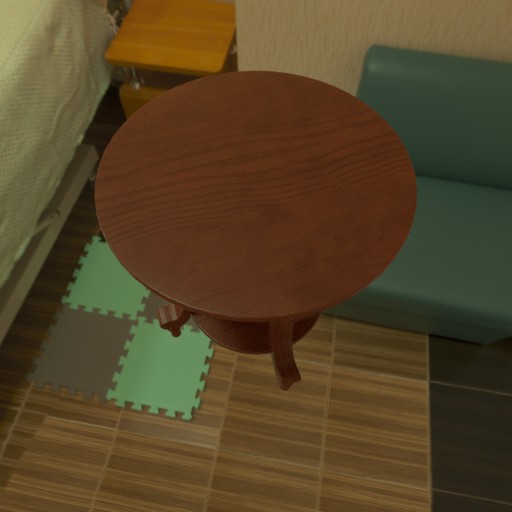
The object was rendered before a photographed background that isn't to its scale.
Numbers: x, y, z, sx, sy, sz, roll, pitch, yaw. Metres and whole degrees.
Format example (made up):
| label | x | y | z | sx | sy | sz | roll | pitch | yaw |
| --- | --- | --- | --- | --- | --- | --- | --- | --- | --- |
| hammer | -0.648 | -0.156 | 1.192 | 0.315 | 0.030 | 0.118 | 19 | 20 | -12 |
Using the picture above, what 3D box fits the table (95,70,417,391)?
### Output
| label | x | y | z | sx | sy | sz | roll | pitch | yaw |
| --- | --- | --- | --- | --- | --- | --- | --- | --- | --- |
| table | 0.000 | 0.000 | 1.092 | 0.597 | 0.612 | 0.597 | 0 | 59 | 0 |
